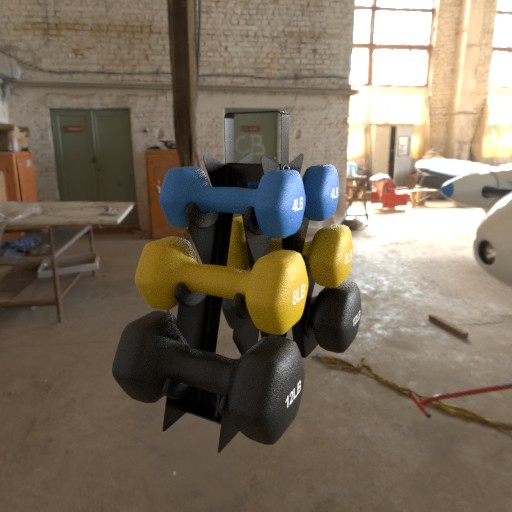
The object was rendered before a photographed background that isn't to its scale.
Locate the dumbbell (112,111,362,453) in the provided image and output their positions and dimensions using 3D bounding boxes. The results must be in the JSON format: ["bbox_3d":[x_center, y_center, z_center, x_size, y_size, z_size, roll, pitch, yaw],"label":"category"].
[{"bbox_3d":[0.000,0.000,0.689,0.255,0.426,0.409,8,17,27],"label":"dumbbell"}]
